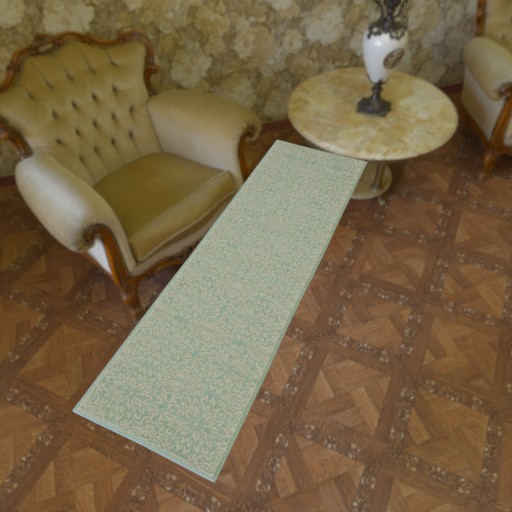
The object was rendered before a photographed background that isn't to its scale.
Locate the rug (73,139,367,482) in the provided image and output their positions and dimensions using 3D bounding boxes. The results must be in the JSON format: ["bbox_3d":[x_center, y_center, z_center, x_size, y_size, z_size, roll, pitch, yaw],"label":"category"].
[{"bbox_3d":[0.000,0.000,2.402,0.662,0.011,2.196,18,50,16],"label":"rug"}]
